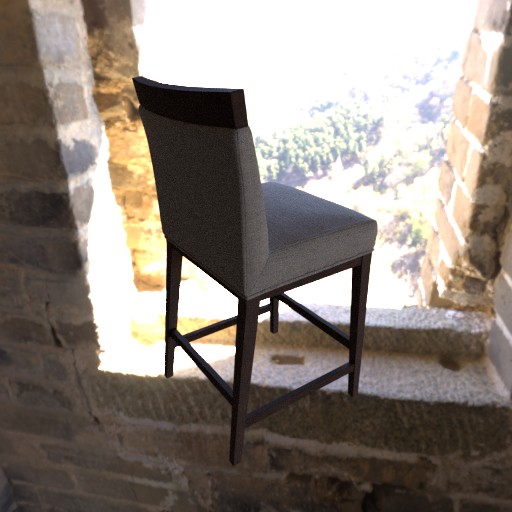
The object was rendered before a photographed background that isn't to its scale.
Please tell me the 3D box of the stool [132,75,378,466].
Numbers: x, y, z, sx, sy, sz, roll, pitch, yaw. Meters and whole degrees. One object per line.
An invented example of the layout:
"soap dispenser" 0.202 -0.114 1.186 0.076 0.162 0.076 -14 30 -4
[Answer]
"stool" 0.000 0.000 1.349 0.531 1.009 0.512 -17 30 -31
